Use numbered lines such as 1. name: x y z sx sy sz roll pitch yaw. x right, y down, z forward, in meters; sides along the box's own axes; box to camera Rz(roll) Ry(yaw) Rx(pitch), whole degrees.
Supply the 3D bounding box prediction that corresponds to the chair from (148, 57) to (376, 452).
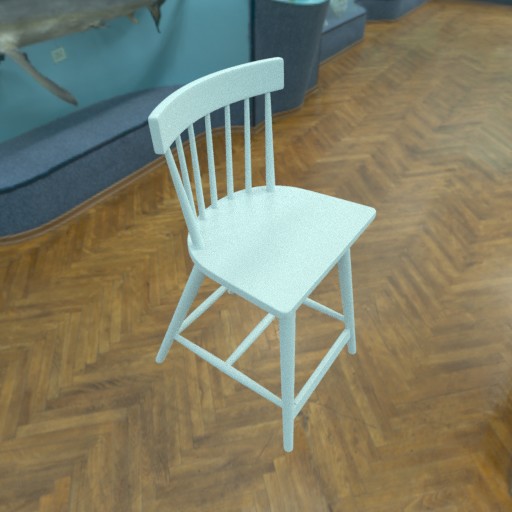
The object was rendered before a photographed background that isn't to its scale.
1. chair: 0.000 0.000 1.281 0.572 0.952 0.483 25 46 26
